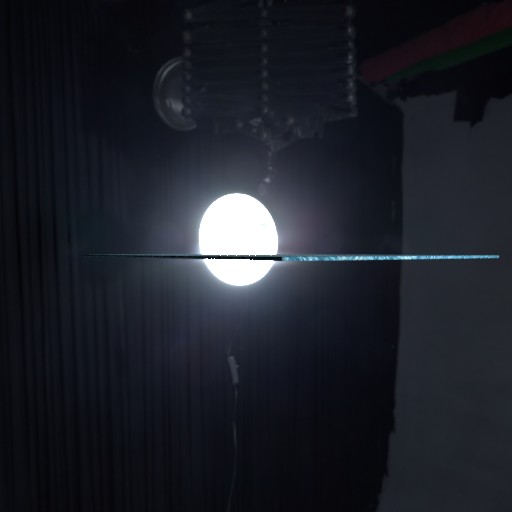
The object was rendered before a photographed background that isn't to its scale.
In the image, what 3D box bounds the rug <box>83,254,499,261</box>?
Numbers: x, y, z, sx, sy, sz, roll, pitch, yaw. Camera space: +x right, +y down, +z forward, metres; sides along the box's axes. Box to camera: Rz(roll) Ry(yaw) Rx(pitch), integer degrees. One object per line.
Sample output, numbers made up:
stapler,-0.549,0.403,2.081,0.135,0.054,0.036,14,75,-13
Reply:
rug,0.000,0.000,2.793,1.490,0.015,2.277,0,1,-37
